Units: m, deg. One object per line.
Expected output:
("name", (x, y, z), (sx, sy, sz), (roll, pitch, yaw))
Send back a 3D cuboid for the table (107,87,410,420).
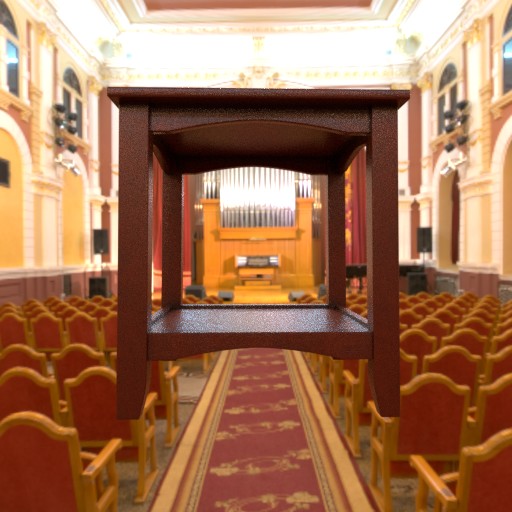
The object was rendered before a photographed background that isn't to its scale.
("table", (0.000, 0.000, 0.983), (0.523, 0.558, 0.522), (0, 0, 1))
